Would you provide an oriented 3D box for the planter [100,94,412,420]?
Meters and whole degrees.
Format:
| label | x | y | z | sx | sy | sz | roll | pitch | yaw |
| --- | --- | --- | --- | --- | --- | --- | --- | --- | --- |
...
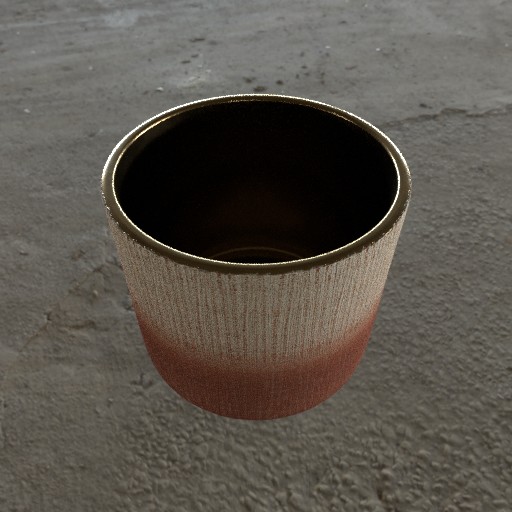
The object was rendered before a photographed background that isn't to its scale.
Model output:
| label | x | y | z | sx | sy | sz | roll | pitch | yaw |
| --- | --- | --- | --- | --- | --- | --- | --- | --- | --- |
| planter | 0.000 | 0.000 | 0.442 | 0.254 | 0.221 | 0.254 | 0 | 46 | 0 |
